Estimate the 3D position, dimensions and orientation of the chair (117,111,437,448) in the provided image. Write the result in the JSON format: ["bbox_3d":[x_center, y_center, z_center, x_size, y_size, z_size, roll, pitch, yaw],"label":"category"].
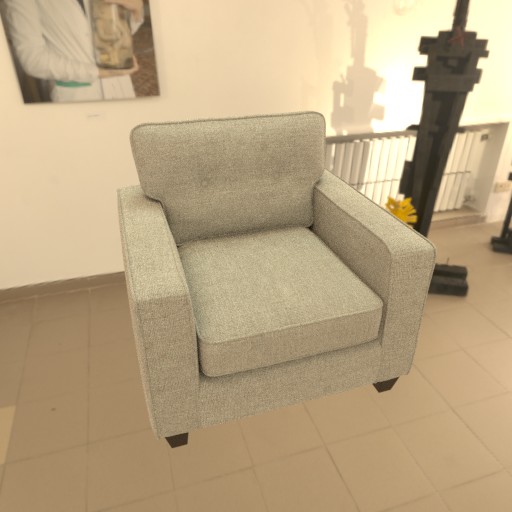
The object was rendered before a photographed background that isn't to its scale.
[{"bbox_3d":[0.000,0.000,1.775,1.015,0.965,0.939,-9,31,-16],"label":"chair"}]
